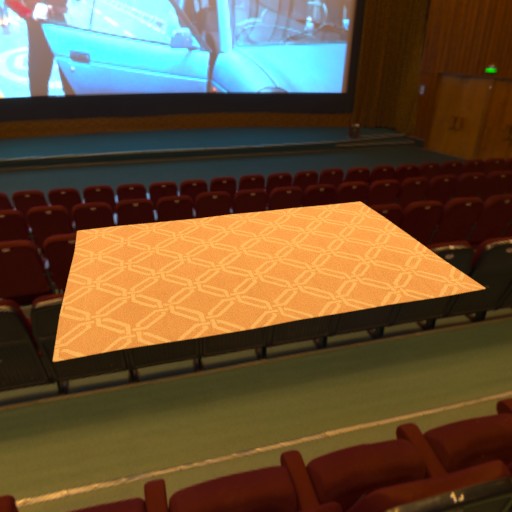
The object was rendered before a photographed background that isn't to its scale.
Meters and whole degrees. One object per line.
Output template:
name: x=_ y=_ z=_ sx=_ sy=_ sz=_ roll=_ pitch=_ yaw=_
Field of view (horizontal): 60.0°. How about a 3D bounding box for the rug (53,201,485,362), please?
rug: x=0.000 y=0.000 z=2.175 sx=1.745 sy=0.010 sz=1.146 roll=-7 pitch=28 yaw=-14
